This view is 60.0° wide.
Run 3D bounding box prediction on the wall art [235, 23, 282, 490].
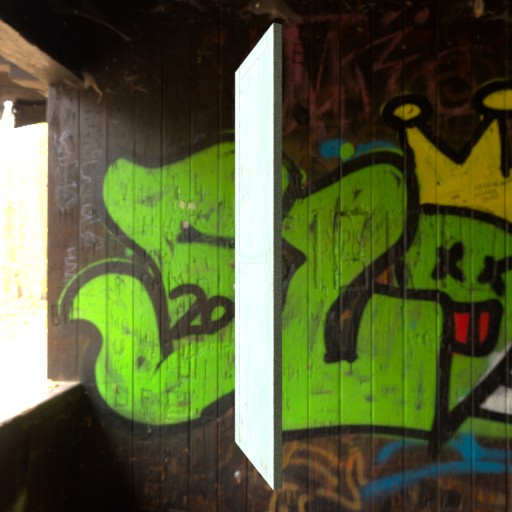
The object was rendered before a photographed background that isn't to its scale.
[{"bbox_3d":[0.000,0.000,1.313,0.025,1.219,0.329,0,-1,-20],"label":"wall art"}]
